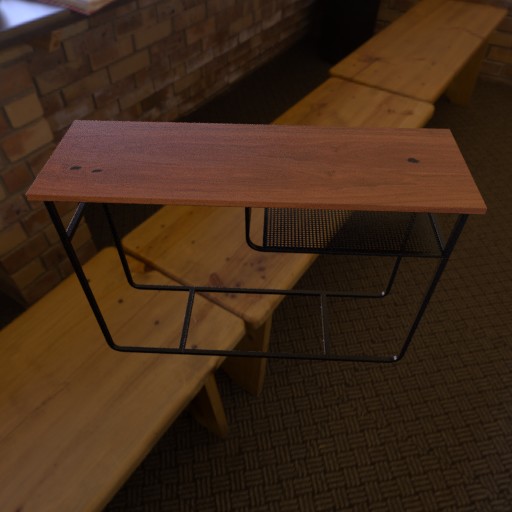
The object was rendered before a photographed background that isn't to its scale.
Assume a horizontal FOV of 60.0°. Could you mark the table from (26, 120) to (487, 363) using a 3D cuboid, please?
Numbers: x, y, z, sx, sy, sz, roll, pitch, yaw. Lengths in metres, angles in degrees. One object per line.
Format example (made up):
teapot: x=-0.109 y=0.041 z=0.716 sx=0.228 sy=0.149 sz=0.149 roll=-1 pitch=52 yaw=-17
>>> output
table: x=0.000 y=0.000 z=1.447 sx=1.100 sy=0.750 sz=0.350 roll=2 pitch=47 yaw=2
